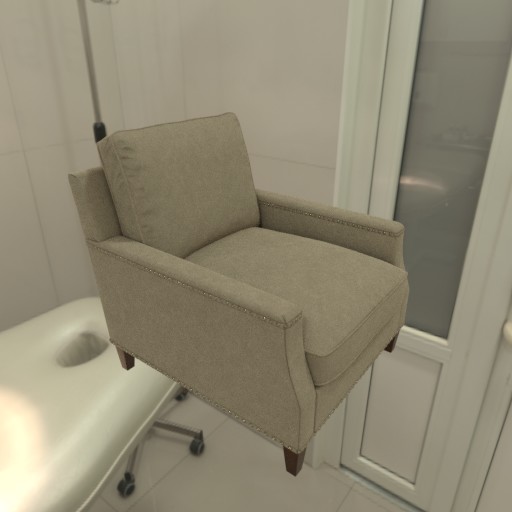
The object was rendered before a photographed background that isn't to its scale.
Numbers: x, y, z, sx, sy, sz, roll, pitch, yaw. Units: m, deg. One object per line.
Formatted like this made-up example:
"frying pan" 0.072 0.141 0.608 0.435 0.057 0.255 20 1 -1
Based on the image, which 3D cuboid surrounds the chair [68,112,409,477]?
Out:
"chair" 0.000 0.000 1.701 1.014 0.943 0.853 18 31 33
